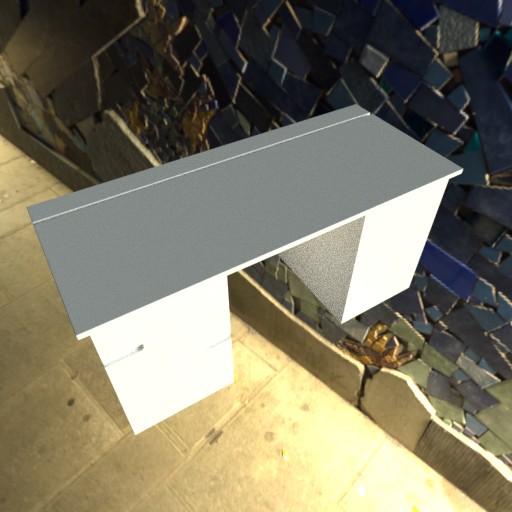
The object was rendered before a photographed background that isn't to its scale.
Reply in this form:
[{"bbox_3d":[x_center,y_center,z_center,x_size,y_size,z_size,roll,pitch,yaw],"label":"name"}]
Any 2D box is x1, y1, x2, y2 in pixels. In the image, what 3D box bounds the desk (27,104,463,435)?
[{"bbox_3d":[0.000,0.000,1.994,1.580,0.760,0.670,-23,49,-22],"label":"desk"}]
